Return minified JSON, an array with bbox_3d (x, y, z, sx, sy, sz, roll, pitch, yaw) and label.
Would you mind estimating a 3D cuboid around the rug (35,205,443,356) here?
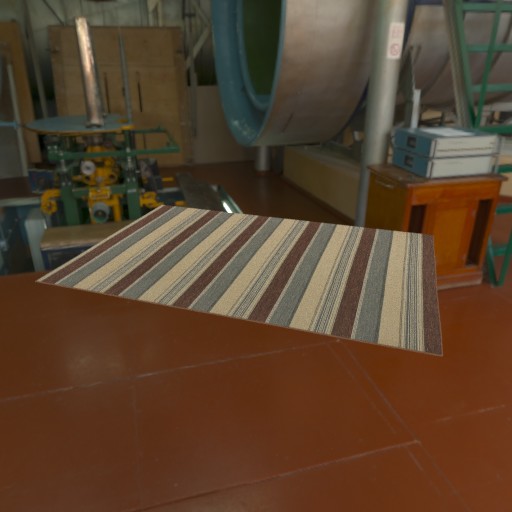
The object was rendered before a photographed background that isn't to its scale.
[{"bbox_3d":[0.000,0.000,2.387,1.829,0.008,1.219,8,26,17],"label":"rug"}]
